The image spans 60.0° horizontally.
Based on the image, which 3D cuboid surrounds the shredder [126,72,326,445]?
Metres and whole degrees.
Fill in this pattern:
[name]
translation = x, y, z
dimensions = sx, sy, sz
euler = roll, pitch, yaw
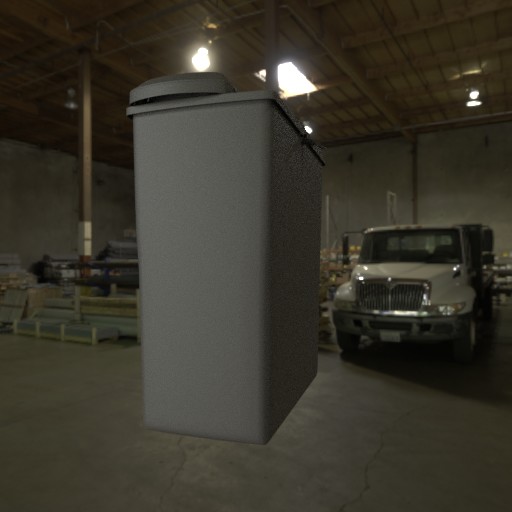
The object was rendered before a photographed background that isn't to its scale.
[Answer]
[shredder]
translation = 0.000, 0.000, 0.526
dimensions = 0.170, 0.335, 0.320
euler = 0, -1, 18
